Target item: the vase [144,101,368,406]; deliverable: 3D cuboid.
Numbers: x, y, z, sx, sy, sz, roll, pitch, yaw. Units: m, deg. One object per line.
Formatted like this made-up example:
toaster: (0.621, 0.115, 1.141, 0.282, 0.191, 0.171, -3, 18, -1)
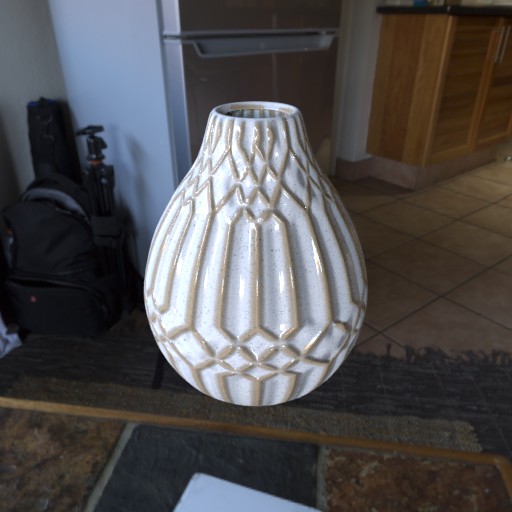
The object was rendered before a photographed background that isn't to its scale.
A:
vase: (0.000, 0.000, 0.312, 0.159, 0.200, 0.159, 0, 30, 0)
